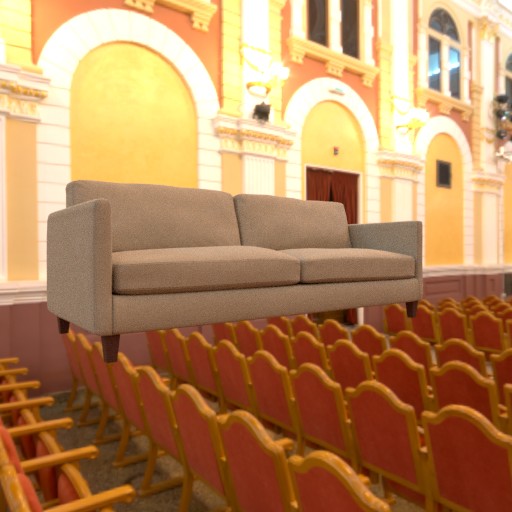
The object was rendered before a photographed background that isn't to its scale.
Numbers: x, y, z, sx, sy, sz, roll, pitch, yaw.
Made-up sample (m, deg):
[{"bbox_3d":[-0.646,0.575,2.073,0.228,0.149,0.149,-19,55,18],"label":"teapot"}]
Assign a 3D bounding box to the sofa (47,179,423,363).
[{"bbox_3d":[0.000,0.000,2.945,2.404,0.912,0.988,0,1,-36],"label":"sofa"}]
